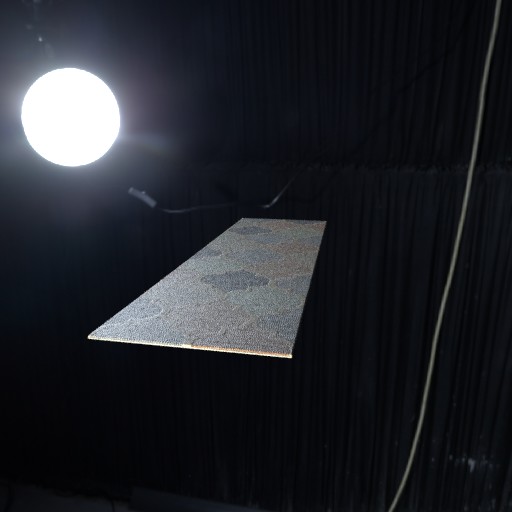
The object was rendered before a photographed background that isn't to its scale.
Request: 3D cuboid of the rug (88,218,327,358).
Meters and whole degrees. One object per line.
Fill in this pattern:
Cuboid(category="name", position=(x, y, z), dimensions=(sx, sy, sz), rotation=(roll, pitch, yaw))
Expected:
Cuboid(category="rug", position=(0.000, 0.000, 2.498), dimensions=(0.687, 0.011, 2.287), rotation=(3, 15, 11))
